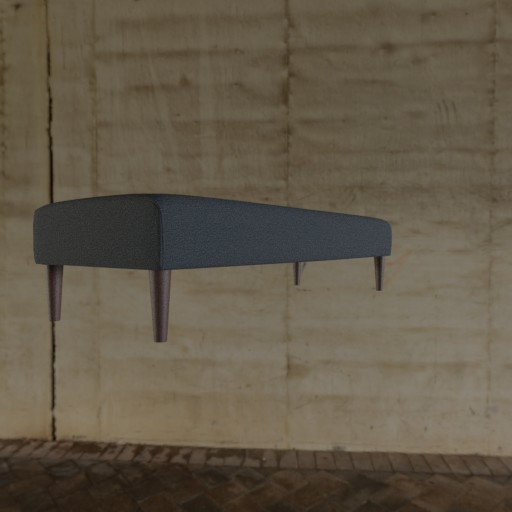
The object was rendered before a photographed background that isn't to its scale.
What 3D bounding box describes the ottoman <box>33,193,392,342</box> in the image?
[{"bbox_3d":[0.000,0.000,1.890,0.646,0.393,1.609,1,2,37],"label":"ottoman"}]
